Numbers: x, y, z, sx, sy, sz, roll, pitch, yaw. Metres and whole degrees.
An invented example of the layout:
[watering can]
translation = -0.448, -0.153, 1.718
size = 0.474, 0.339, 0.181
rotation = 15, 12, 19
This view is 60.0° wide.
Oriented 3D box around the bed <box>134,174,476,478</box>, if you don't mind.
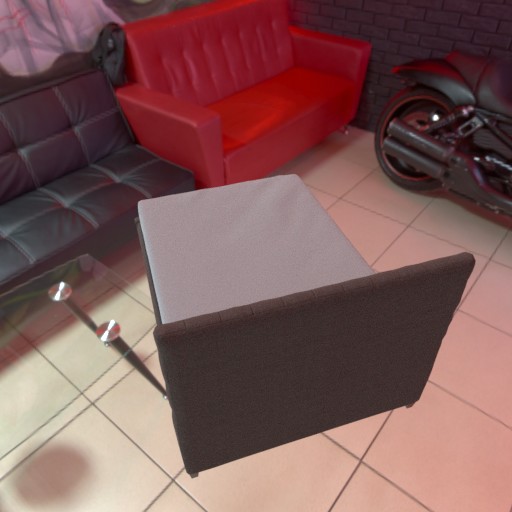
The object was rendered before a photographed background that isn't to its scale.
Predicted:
[bed]
translation = 0.000, 0.000, 3.409
size = 1.698, 1.427, 2.387
rotation = -12, 42, -14
